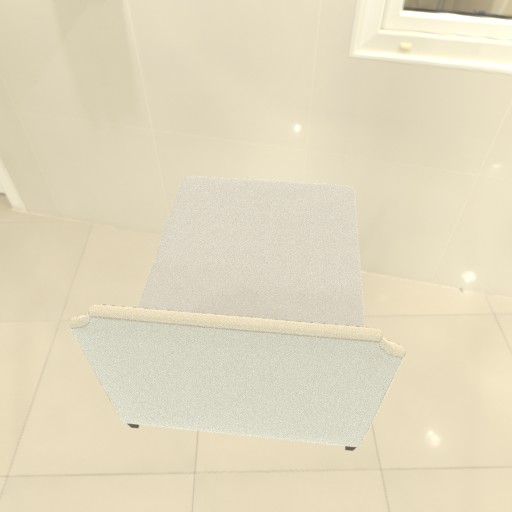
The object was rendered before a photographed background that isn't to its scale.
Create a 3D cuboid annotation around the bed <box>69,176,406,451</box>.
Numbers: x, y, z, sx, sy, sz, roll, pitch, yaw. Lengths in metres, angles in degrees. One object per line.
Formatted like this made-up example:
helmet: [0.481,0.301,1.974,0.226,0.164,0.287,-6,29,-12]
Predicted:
bed: [0.000,0.000,3.442,1.712,1.497,2.372,4,47,4]
